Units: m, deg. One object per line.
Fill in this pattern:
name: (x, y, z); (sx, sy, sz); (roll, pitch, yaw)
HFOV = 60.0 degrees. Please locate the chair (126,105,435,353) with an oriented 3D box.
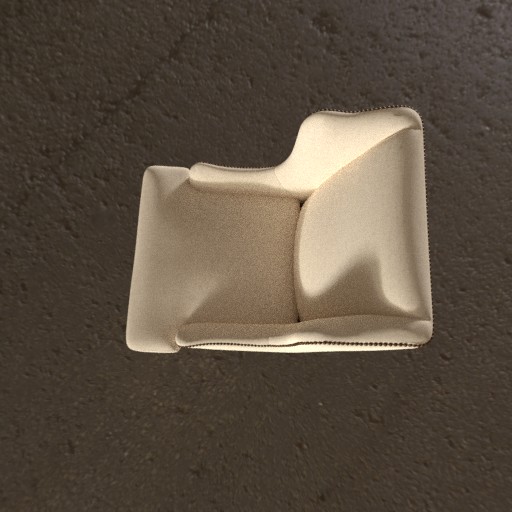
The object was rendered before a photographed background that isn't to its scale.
chair: (0.000, 0.000, 1.668); (0.940, 1.029, 0.737); (2, 76, 1)
